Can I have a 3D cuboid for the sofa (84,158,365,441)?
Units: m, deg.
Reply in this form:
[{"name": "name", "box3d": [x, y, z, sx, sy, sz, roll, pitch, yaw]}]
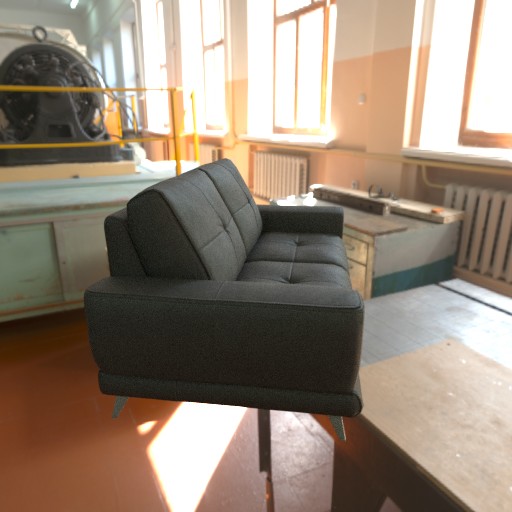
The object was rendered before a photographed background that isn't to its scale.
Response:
[{"name": "sofa", "box3d": [0.000, 0.000, 2.358, 1.018, 0.907, 1.806, 3, 18, 8]}]
